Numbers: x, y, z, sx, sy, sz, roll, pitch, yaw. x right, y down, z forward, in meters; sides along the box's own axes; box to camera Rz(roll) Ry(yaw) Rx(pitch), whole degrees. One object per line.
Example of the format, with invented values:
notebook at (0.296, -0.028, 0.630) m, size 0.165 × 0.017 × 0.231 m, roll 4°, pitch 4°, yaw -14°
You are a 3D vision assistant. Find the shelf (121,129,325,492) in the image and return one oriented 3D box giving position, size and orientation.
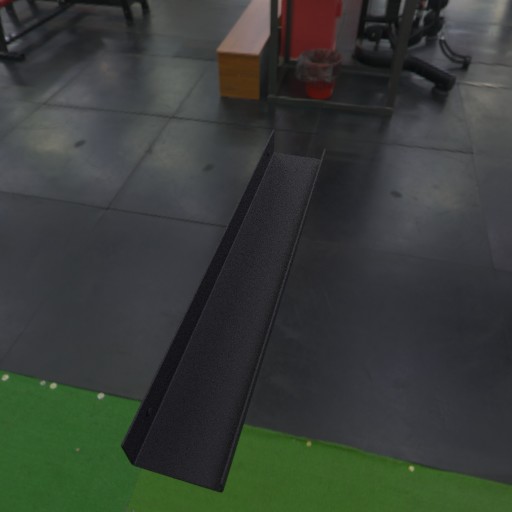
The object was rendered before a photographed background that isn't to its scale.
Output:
shelf at (0.000, 0.000, 0.636) m, size 0.102 × 0.053 × 0.605 m, roll 11°, pitch 47°, yaw 11°
